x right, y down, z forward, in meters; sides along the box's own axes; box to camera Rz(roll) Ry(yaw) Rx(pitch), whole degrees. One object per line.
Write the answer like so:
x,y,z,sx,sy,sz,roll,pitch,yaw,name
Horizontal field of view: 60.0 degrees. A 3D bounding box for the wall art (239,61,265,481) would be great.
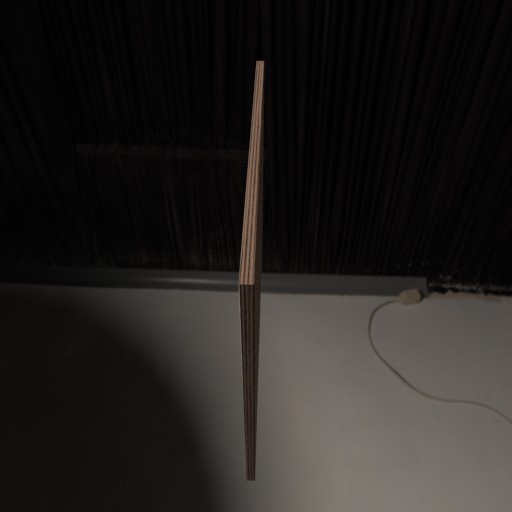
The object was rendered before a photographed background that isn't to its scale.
0.000,0.000,0.682,0.013,0.406,0.508,1,43,1,wall art
